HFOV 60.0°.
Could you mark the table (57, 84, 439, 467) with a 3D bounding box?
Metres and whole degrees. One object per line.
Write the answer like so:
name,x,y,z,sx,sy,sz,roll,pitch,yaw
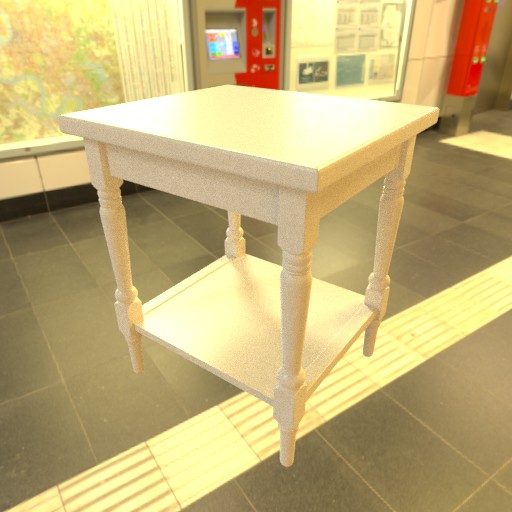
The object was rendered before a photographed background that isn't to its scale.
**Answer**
table,0.000,0.000,0.893,0.488,0.565,0.442,19,34,31
